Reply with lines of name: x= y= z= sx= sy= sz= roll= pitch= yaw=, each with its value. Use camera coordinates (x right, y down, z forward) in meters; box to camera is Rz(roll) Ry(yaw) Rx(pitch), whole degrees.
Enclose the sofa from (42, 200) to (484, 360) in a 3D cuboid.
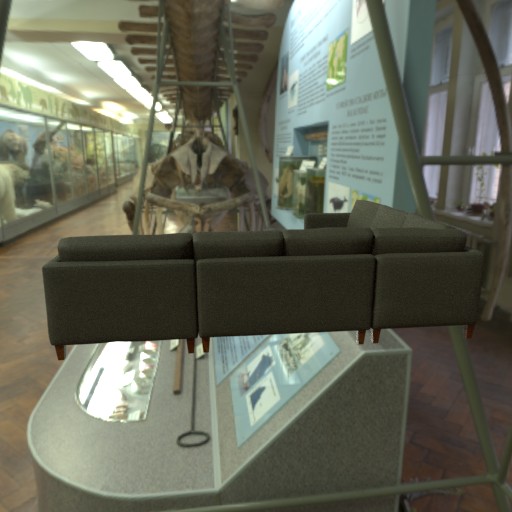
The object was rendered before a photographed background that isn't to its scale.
sofa: x=0.000 y=0.000 z=4.655 sx=3.460 sy=0.961 sz=2.594 roll=-2 pitch=13 yaw=-7
